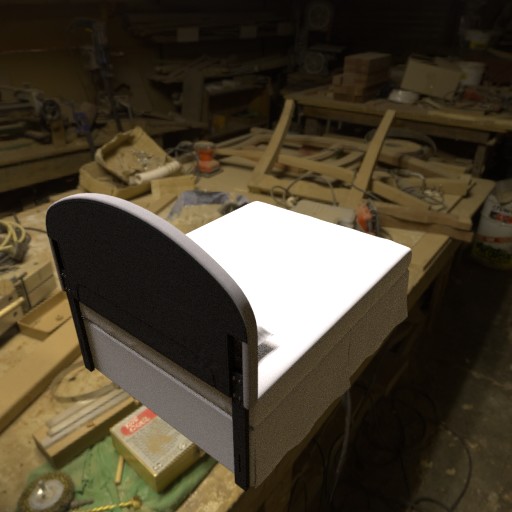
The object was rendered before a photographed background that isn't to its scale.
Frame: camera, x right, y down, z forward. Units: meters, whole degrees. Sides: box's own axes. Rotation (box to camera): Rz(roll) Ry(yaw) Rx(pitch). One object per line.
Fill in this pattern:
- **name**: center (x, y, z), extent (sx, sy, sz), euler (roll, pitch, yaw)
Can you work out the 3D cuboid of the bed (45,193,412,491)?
- **bed**: center (0.000, 0.000, 3.002), extent (1.607, 1.410, 2.005), euler (21, 36, 33)
